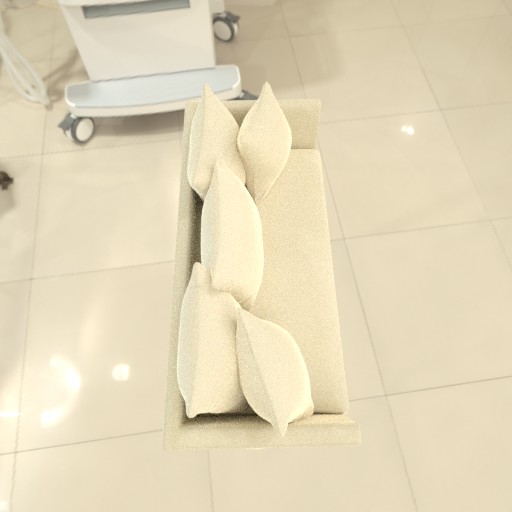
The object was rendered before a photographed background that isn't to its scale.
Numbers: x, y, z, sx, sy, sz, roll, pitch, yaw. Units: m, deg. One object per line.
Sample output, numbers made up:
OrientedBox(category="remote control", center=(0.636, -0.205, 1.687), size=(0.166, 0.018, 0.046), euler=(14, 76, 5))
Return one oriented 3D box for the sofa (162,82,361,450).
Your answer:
OrientedBox(category="sofa", center=(0.000, 0.000, 2.845), size=(1.031, 1.034, 2.290), euler=(-1, 63, -1))
